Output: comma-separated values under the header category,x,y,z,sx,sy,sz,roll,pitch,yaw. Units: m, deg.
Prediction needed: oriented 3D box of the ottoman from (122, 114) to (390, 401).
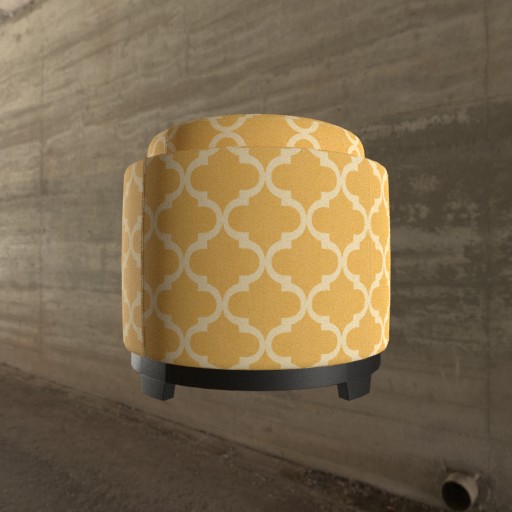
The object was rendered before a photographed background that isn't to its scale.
category,x,y,z,sx,sy,sz,roll,pitch,yaw
ottoman,0.000,0.000,0.827,0.480,0.429,0.480,0,-1,0
